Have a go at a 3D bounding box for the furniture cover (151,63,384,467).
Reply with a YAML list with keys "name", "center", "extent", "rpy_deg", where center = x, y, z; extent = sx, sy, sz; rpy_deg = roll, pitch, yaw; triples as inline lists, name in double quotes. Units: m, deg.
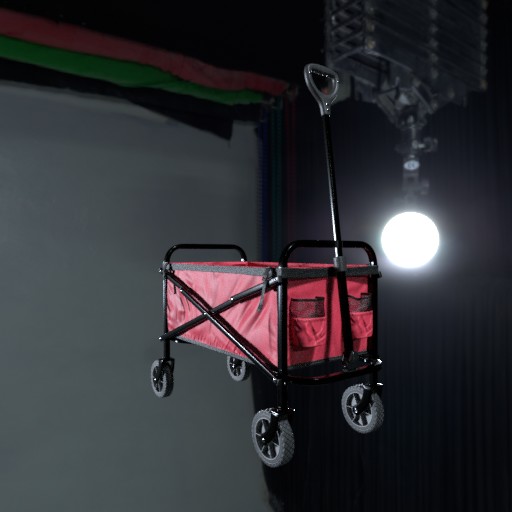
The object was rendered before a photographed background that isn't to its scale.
- name: "furniture cover"
  center: [0.000, 0.000, 1.807]
  extent: [0.532, 1.295, 1.038]
  rpy_deg: [0, 1, -37]
